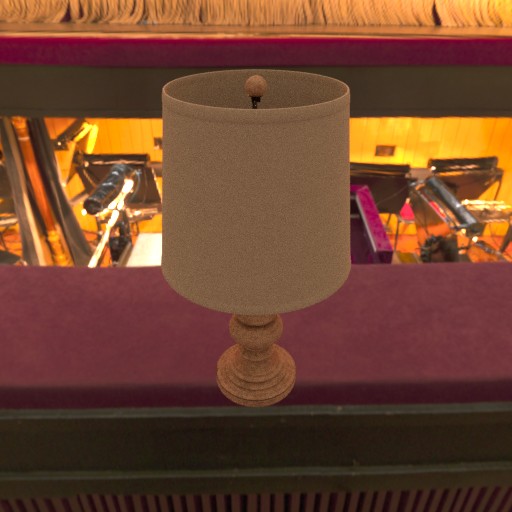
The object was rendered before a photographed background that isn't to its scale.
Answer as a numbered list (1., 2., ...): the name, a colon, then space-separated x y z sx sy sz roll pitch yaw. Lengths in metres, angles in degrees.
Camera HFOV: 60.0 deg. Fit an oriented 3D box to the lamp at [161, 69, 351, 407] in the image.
1. lamp: 0.000 0.000 0.648 0.273 0.497 0.273 0 32 0
